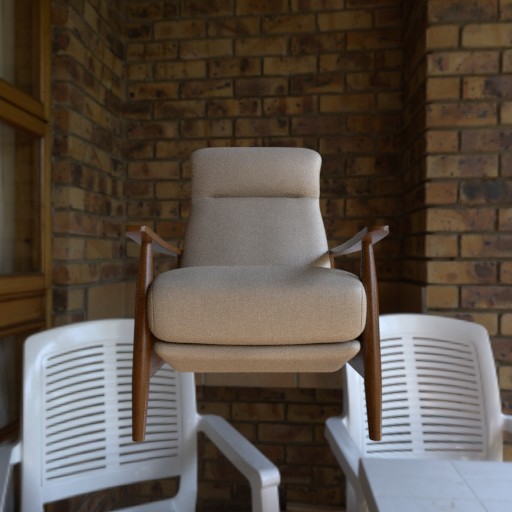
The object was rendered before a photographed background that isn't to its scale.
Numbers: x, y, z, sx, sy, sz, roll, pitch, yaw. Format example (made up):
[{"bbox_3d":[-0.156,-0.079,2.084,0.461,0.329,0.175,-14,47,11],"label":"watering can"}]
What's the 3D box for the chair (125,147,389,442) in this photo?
[{"bbox_3d":[0.000,0.000,1.781,0.762,1.082,1.030,0,0,0],"label":"chair"}]
